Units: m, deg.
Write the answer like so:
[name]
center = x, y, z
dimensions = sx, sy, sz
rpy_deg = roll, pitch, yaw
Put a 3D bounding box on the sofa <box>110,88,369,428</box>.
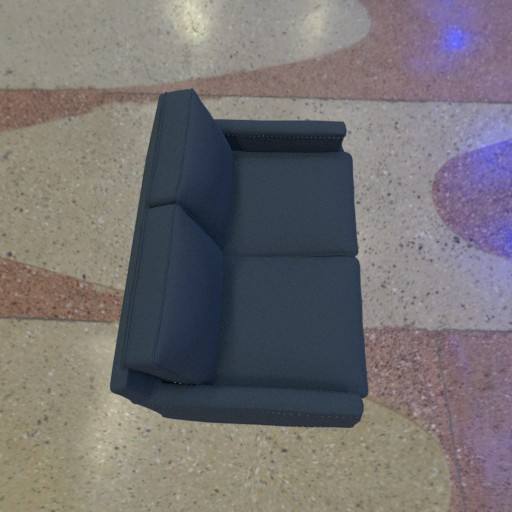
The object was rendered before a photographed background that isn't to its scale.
[sofa]
center = 0.000, 0.000, 2.299
dimensions = 1.084, 1.003, 1.597
rpy_deg = 2, 65, 1
